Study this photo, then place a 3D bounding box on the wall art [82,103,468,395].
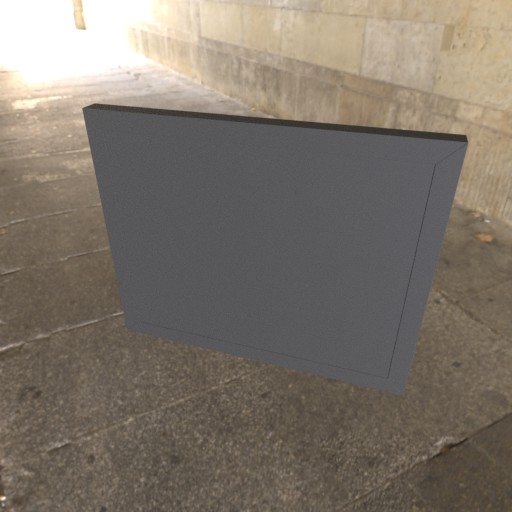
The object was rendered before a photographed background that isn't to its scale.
[{"bbox_3d":[0.000,0.000,0.543,0.404,0.329,0.024,10,33,15],"label":"wall art"}]
